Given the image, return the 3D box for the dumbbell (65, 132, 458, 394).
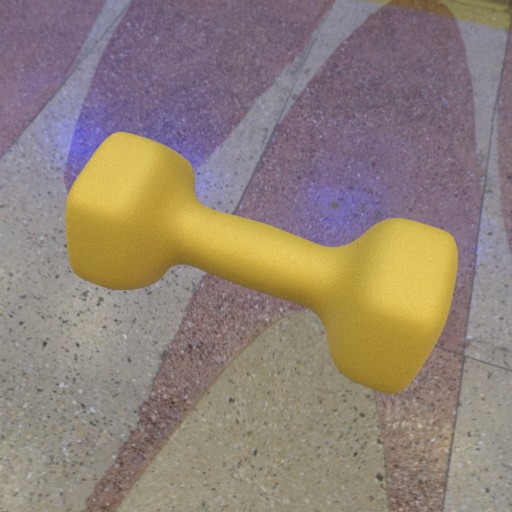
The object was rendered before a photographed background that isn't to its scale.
[{"bbox_3d":[0.000,0.000,0.234,0.190,0.082,0.090,19,64,10],"label":"dumbbell"}]
